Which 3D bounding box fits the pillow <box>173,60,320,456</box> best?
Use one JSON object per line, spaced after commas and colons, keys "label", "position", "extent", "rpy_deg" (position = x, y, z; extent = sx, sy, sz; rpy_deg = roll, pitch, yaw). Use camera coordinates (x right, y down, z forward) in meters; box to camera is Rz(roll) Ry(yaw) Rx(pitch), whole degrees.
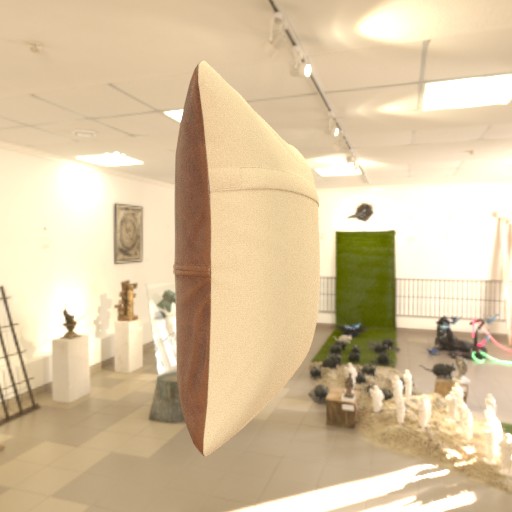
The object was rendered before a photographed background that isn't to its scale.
{"label": "pillow", "position": [0.000, 0.000, 0.743], "extent": [0.192, 0.470, 0.484], "rpy_deg": [1, 2, 18]}
